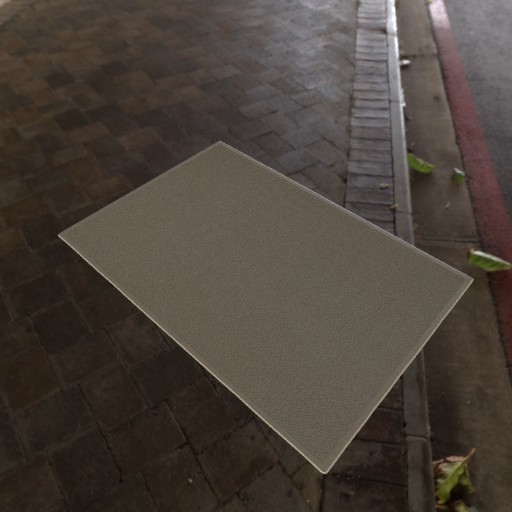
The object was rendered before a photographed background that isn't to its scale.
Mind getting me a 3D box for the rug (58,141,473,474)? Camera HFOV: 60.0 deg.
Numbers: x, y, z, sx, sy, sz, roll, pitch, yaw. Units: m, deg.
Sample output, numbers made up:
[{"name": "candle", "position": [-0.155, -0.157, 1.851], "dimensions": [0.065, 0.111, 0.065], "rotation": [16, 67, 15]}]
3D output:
[{"name": "rug", "position": [0.000, 0.000, 2.864], "dimensions": [2.244, 0.017, 1.532], "rotation": [34, 56, 27]}]
